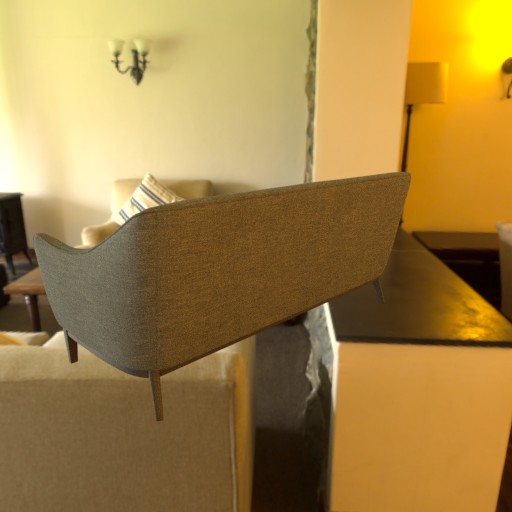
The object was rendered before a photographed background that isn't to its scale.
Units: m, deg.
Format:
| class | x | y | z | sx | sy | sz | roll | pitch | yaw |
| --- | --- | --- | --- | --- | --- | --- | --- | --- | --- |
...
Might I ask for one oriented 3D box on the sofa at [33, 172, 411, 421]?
| class | x | y | z | sx | sy | sz | roll | pitch | yaw |
| --- | --- | --- | --- | --- | --- | --- | --- | --- | --- |
| sofa | 0.000 | 0.000 | 2.332 | 0.867 | 0.829 | 1.928 | 15 | 22 | 43 |
